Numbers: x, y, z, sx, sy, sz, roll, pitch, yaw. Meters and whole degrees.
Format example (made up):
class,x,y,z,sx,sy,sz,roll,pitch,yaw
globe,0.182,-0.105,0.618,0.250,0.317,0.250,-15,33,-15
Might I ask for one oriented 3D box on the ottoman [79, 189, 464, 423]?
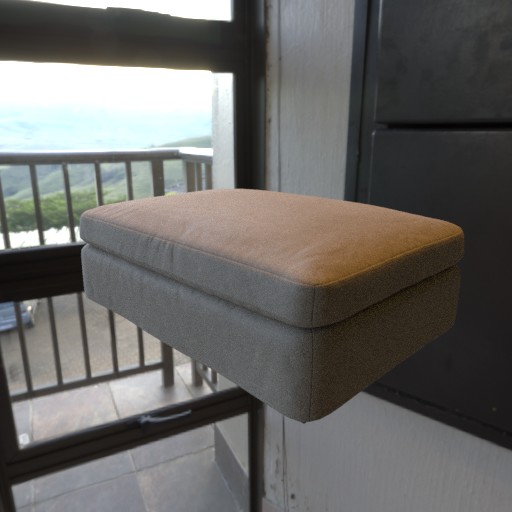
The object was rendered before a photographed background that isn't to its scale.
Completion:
class,x,y,z,sx,sy,sz,roll,pitch,yaw
ottoman,0.000,0.000,1.617,0.840,0.429,1.199,-15,22,-42
